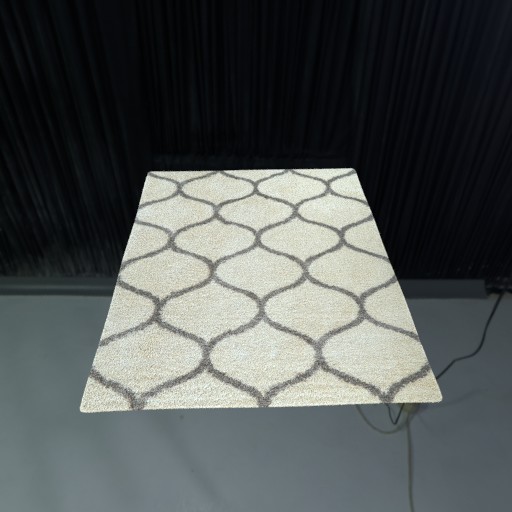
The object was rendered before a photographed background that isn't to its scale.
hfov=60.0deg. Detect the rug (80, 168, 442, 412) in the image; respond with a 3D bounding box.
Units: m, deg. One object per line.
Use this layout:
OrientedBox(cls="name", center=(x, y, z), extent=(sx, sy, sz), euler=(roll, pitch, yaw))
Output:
OrientedBox(cls="rug", center=(0.000, 0.000, 4.029), extent=(2.399, 0.026, 3.000), euler=(-1, 41, -1))
